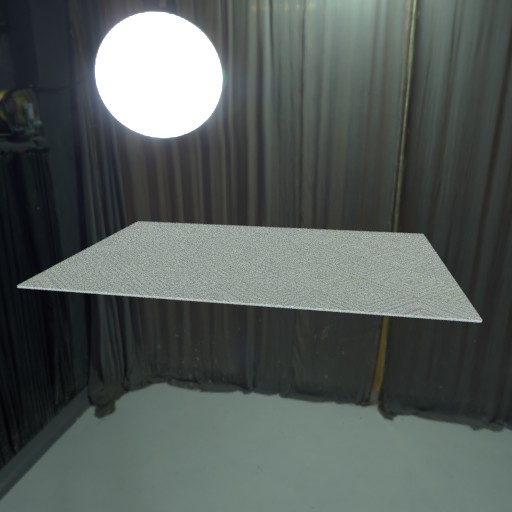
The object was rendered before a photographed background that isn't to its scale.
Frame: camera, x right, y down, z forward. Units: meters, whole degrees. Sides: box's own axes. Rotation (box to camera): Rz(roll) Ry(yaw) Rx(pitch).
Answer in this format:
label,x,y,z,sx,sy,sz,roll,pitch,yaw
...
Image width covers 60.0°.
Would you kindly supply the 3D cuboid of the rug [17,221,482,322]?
label,x,y,z,sx,sy,sz,roll,pitch,yaw
rug,0.000,0.000,2.171,1.753,0.008,1.143,3,18,10
